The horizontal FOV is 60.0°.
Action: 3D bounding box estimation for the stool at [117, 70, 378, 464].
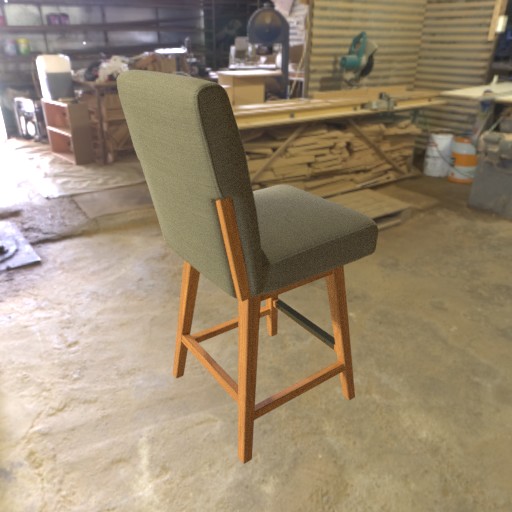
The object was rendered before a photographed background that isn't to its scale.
[{"bbox_3d":[0.000,0.000,1.304,0.570,1.019,0.459,-18,31,-31],"label":"stool"}]
